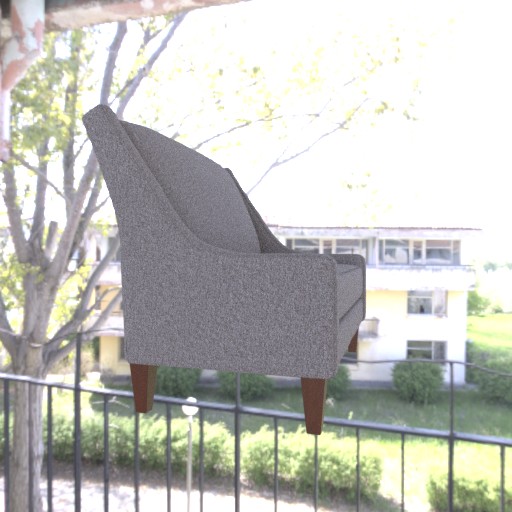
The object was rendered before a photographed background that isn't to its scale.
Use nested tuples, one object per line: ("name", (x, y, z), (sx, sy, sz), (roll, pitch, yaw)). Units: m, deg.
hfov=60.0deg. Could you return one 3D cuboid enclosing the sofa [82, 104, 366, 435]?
("sofa", (0.000, 0.000, 1.943), (0.862, 1.026, 1.242), (0, 0, 18))
